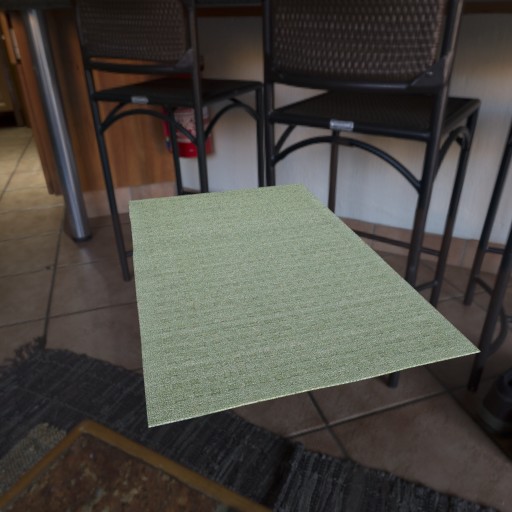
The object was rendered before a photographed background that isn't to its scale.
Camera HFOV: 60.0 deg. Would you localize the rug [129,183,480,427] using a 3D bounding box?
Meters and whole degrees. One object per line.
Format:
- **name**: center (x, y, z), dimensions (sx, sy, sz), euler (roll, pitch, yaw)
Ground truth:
- **rug**: center (0.000, 0.000, 2.144), dimensions (1.143, 0.006, 1.747), euler (-8, 31, -14)
